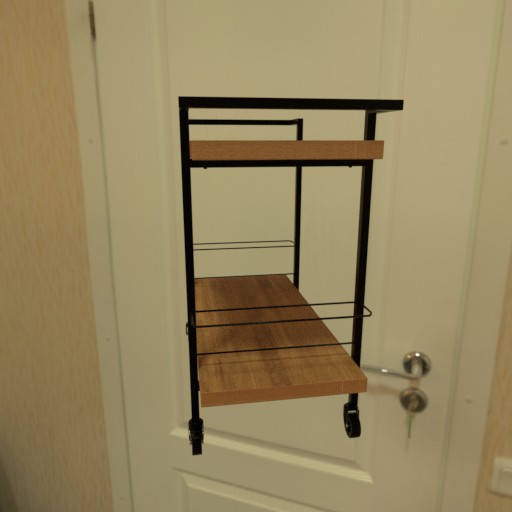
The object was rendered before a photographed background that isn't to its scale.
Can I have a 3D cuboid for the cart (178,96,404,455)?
[{"bbox_3d":[0.000,0.000,1.235,0.406,0.762,0.806,-2,15,-9],"label":"cart"}]
